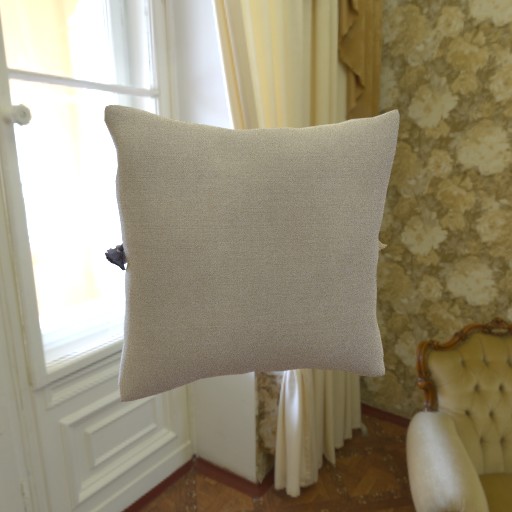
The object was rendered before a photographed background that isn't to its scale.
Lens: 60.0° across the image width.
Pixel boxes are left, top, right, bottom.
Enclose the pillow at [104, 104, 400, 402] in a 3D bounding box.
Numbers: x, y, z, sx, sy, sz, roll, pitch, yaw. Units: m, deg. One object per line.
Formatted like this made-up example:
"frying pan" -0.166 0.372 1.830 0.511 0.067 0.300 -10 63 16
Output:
"pillow" 0.000 0.000 0.756 0.489 0.481 0.165 -2 14 -10
